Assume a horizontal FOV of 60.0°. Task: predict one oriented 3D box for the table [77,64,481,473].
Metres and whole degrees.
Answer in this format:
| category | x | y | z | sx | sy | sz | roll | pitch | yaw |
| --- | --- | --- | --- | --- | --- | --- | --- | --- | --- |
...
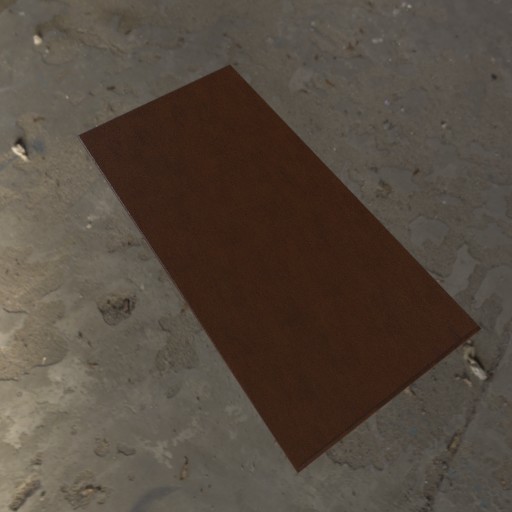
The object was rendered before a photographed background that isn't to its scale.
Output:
| category | x | y | z | sx | sy | sz | roll | pitch | yaw |
| --- | --- | --- | --- | --- | --- | --- | --- | --- | --- |
| table | 0.000 | 0.000 | 1.493 | 0.594 | 0.459 | 1.197 | -31 | 67 | -15 |
